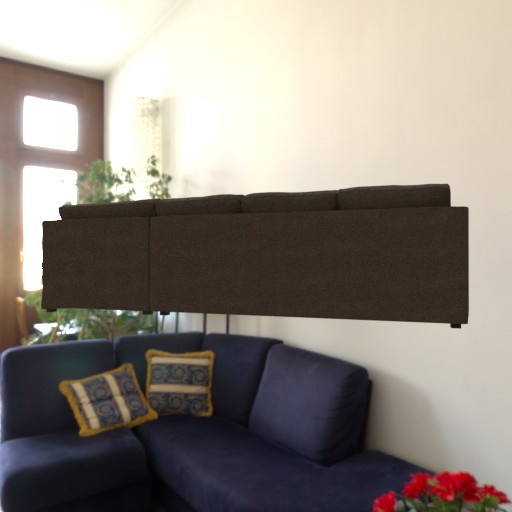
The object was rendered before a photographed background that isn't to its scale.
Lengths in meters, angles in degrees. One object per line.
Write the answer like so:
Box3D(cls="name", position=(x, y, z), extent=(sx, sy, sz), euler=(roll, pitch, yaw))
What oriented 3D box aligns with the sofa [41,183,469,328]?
Box3D(cls="sofa", position=(0.000, 0.000, 3.879), extent=(3.205, 0.922, 1.650), euler=(0, -1, 18))
